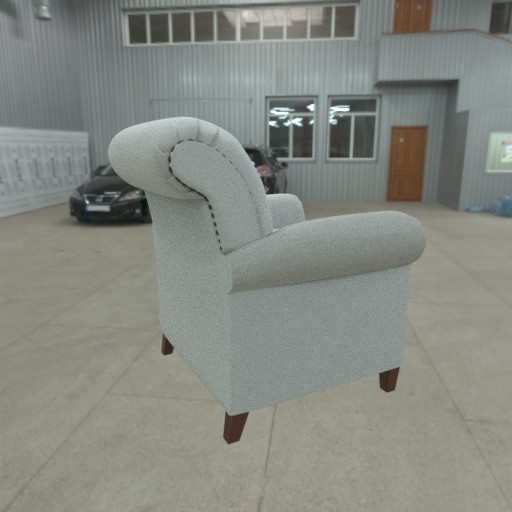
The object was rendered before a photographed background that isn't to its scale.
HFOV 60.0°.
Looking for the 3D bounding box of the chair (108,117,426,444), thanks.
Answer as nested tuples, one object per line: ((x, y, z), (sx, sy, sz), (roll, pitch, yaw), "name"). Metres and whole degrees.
((0.000, 0.000, 1.604), (0.890, 0.927, 0.854), (-7, 15, -27), "chair")
